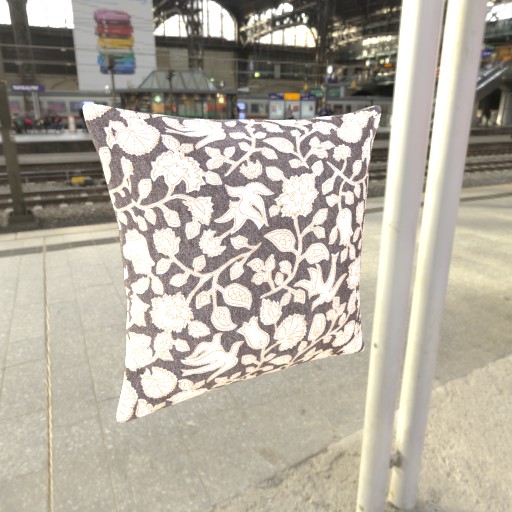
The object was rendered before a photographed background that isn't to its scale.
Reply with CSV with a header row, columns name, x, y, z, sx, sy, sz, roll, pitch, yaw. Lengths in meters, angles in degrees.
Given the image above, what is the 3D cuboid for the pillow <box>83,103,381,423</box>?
name,x,y,z,sx,sy,sz,roll,pitch,yaw
pillow,0.000,0.000,0.782,0.526,0.507,0.166,-9,20,-26
